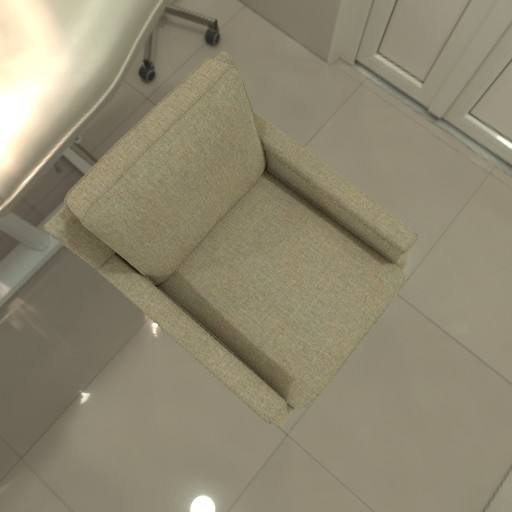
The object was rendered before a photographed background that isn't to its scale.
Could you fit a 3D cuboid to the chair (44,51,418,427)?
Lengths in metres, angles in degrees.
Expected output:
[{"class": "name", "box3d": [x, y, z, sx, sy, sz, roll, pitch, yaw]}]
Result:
[{"class": "chair", "box3d": [0.000, 0.000, 1.673, 1.014, 0.943, 0.853, 39, 78, 10]}]
